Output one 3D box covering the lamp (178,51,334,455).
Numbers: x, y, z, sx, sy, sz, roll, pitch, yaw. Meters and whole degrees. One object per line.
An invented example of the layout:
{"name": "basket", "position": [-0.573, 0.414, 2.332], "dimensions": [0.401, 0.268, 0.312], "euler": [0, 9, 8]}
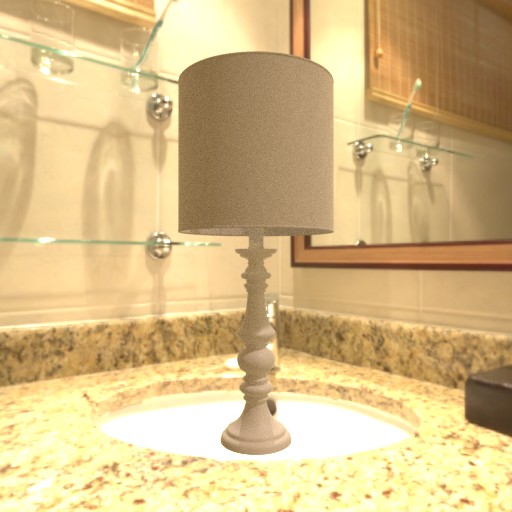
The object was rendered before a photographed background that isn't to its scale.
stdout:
{"name": "lamp", "position": [0.000, 0.000, 0.722], "dimensions": [0.250, 0.597, 0.250], "euler": [0, 0, 16]}
